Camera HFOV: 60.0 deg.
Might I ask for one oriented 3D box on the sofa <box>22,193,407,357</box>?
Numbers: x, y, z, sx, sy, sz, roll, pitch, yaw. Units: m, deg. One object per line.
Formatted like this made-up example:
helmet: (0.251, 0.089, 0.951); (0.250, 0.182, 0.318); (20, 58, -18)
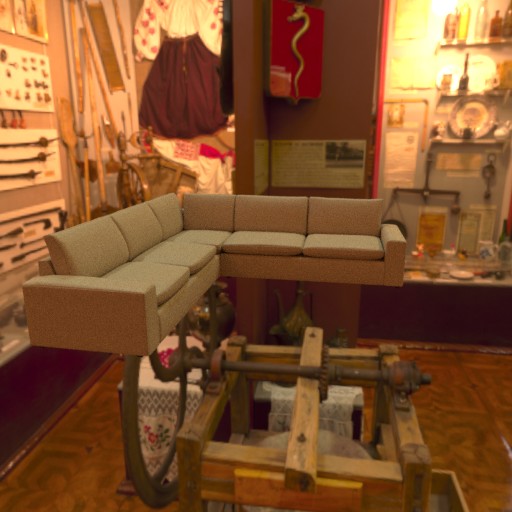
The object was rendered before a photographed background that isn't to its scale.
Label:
sofa: (0.000, 0.000, 4.017); (2.742, 0.800, 2.622); (3, 15, 10)
